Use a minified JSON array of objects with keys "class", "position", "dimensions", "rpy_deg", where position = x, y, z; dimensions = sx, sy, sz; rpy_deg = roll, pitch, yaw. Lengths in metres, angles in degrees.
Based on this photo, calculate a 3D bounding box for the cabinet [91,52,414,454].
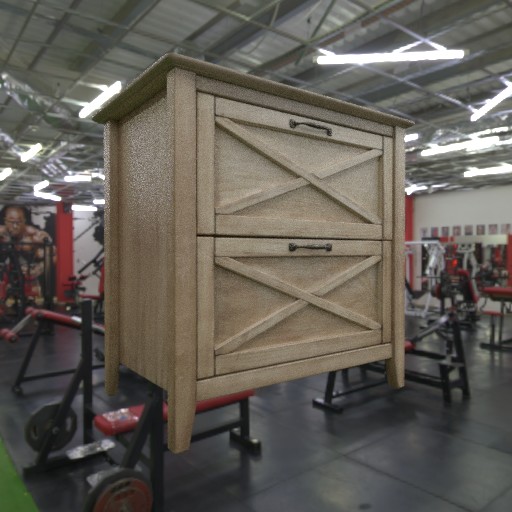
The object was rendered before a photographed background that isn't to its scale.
[{"class":"cabinet","position":[0.000,0.000,1.243],"dimensions":[0.763,0.762,0.503],"rpy_deg":[-1,1,-36]}]
